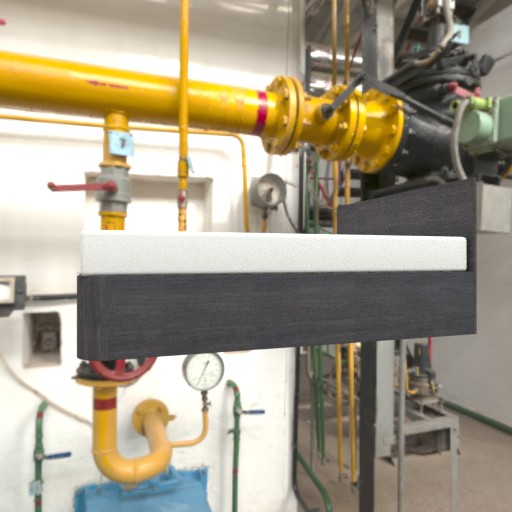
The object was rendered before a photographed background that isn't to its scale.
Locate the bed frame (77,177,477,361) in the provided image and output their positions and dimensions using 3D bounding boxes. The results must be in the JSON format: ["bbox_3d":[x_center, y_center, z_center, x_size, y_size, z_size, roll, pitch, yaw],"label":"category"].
[{"bbox_3d":[0.000,0.000,2.614,1.900,0.800,1.400,0,0,-19],"label":"bed frame"}]
